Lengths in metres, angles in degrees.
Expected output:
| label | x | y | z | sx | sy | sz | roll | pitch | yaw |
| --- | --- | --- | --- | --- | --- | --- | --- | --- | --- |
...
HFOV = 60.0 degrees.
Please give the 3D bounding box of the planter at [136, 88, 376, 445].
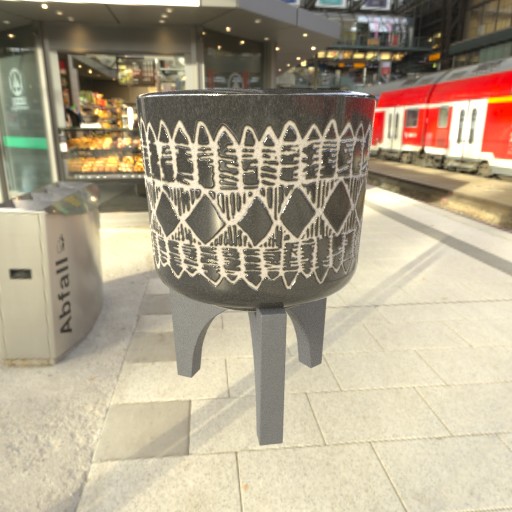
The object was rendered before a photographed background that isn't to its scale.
| label | x | y | z | sx | sy | sz | roll | pitch | yaw |
| --- | --- | --- | --- | --- | --- | --- | --- | --- | --- |
| planter | 0.000 | 0.000 | 0.525 | 0.251 | 0.355 | 0.251 | -2 | 17 | -8 |
